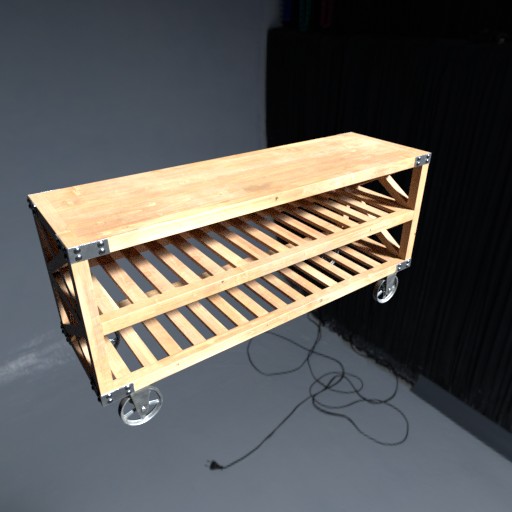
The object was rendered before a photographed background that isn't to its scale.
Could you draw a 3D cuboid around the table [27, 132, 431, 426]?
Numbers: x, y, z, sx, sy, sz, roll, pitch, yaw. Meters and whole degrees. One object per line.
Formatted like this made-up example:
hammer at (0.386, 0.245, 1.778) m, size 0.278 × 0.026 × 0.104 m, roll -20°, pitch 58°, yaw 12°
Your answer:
table at (0.000, 0.000, 1.800) m, size 1.487 × 0.711 × 0.467 m, roll -19°, pitch 34°, yaw -31°
